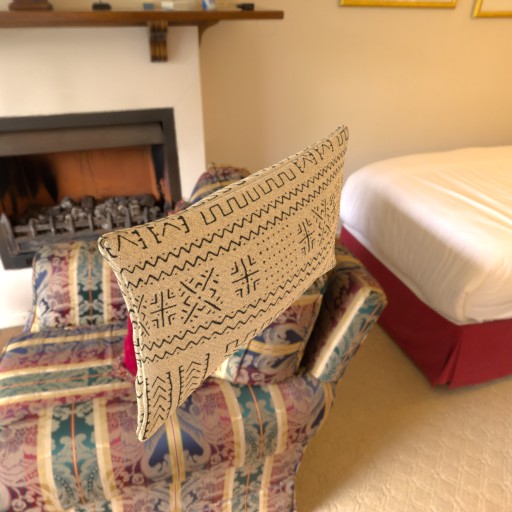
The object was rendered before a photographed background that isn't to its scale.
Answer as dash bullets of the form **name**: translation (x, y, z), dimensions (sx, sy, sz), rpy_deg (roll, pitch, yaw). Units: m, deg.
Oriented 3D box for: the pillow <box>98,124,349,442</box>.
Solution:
- **pillow**: translation (0.000, 0.000, 0.811), dimensions (0.188, 0.352, 0.637), rpy_deg (20, 36, 30)
